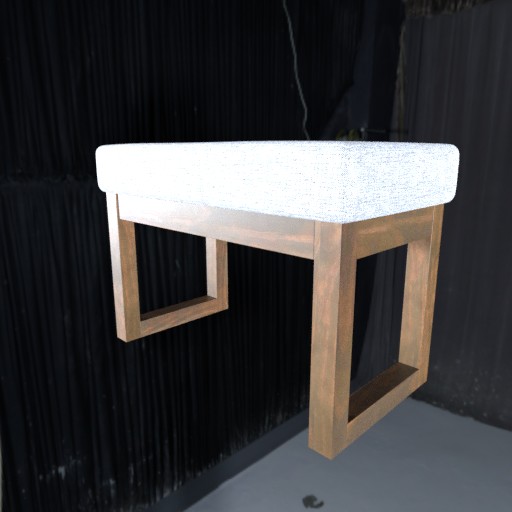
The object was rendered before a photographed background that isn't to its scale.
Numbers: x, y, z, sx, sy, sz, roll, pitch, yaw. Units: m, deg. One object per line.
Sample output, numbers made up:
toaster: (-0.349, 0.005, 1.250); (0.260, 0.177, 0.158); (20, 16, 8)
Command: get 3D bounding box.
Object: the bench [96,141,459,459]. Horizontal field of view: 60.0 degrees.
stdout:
bench: (0.000, 0.000, 0.947); (0.681, 0.467, 0.366); (13, 19, 43)
